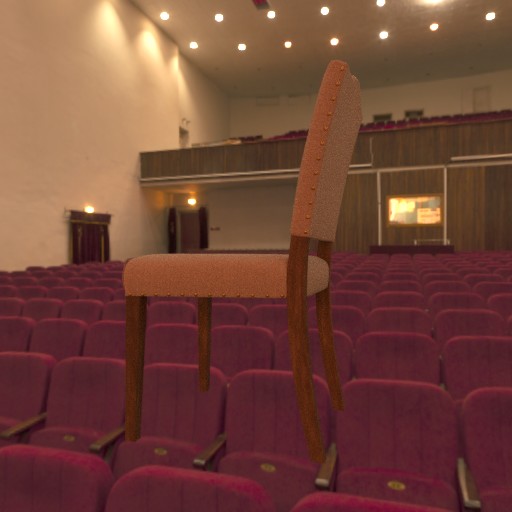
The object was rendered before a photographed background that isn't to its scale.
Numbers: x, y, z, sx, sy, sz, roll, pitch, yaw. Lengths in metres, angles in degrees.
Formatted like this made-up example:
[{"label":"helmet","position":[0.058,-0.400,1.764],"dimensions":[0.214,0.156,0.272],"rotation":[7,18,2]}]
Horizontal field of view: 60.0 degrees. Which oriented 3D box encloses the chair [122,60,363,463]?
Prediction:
[{"label":"chair","position":[0.000,0.000,1.363],"dimensions":[0.620,1.020,0.508],"rotation":[0,0,18]}]
